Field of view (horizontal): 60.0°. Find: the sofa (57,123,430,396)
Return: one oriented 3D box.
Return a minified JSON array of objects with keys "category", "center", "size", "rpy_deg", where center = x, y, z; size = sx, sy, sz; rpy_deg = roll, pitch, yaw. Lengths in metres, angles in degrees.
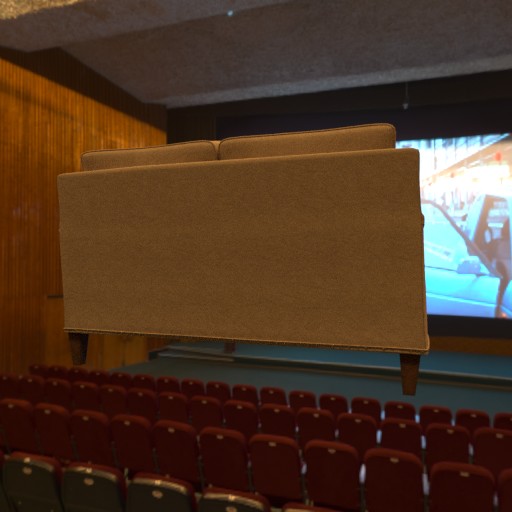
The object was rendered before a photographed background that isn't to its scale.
[{"category":"sofa","center":[0.000,0.000,2.210],"size":[1.597,1.002,1.084],"rpy_deg":[0,-1,18]}]
